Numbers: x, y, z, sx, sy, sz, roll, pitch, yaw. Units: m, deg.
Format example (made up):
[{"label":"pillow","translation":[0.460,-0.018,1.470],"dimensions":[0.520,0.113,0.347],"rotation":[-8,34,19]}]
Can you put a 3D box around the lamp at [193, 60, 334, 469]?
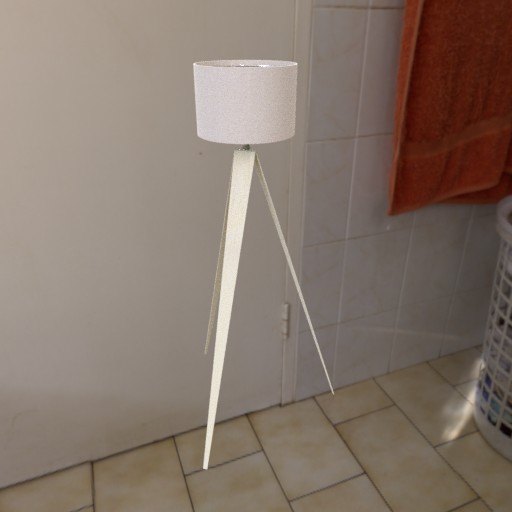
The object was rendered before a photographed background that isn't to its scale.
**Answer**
[{"label":"lamp","translation":[0.000,0.000,1.897],"dimensions":[0.716,1.524,0.724],"rotation":[-9,29,-17]}]
